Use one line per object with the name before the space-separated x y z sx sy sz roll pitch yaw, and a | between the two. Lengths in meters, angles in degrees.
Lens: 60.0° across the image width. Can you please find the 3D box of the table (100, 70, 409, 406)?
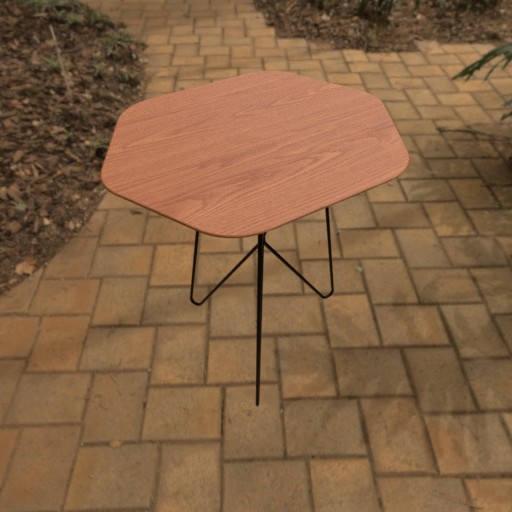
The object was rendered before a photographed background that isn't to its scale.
table | 0.000 0.000 0.909 0.500 0.562 0.400 -23 51 -21
